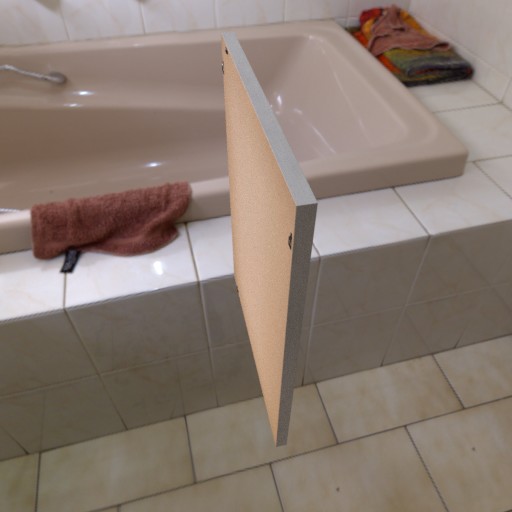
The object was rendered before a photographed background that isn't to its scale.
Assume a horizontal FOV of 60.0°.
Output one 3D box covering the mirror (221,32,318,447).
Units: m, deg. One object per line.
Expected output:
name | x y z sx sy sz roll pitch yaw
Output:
mirror | 0.000 0.000 1.338 0.041 1.016 0.762 -9 47 -8
